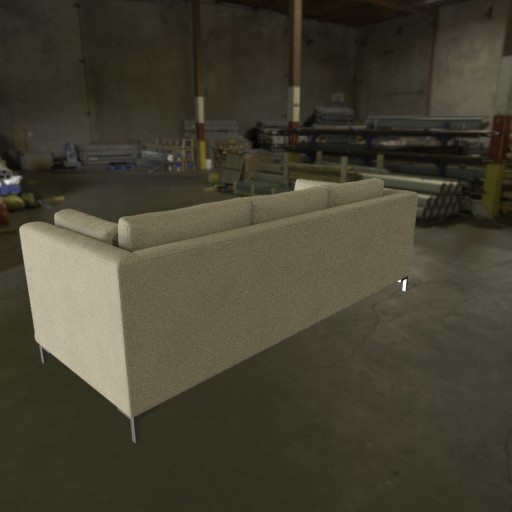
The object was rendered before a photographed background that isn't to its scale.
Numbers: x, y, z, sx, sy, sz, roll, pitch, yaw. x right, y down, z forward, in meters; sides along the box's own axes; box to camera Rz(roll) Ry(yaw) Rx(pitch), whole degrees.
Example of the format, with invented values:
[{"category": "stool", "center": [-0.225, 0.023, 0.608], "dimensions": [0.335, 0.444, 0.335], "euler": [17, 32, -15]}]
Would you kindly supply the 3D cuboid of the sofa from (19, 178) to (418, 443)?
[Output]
[{"category": "sofa", "center": [0.000, 0.000, 2.787], "dimensions": [0.969, 0.867, 2.415], "euler": [15, 22, 42]}]
